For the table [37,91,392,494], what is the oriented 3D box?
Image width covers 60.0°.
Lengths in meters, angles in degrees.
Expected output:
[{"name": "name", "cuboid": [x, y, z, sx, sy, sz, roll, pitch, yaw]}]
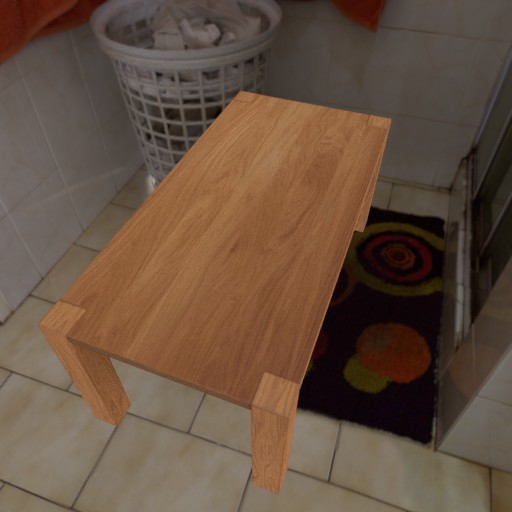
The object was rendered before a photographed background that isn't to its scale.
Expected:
[{"name": "table", "cuboid": [0.000, 0.000, 2.246, 0.900, 0.760, 1.800, 16, 49, 14]}]
